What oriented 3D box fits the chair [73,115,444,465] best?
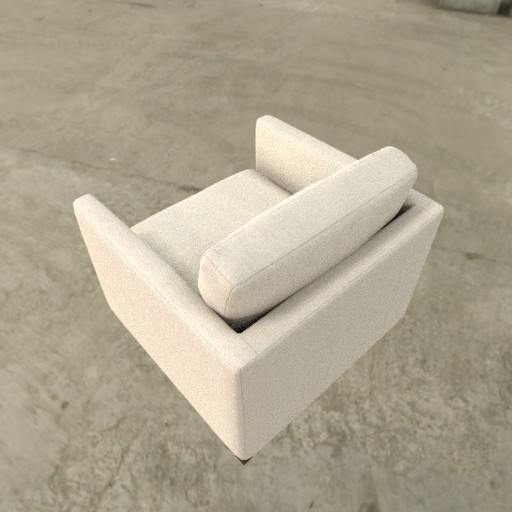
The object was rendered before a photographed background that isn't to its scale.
[{"bbox_3d":[0.000,0.000,1.747,0.996,0.919,0.959,-33,54,-28],"label":"chair"}]
